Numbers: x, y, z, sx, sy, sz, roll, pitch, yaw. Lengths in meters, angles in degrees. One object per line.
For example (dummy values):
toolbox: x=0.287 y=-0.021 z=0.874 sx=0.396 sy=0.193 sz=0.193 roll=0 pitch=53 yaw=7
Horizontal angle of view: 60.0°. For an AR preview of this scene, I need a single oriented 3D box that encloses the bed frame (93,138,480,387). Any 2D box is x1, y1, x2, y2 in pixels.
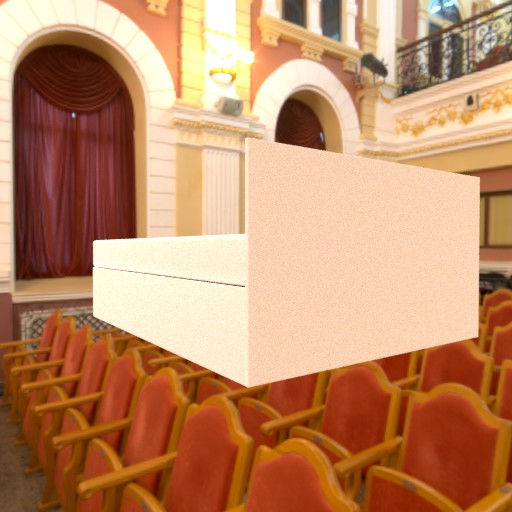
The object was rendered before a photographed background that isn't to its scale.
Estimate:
bed frame: x=0.000 y=0.000 z=2.597 sx=1.400 sy=0.800 sz=1.900 roll=-1 pitch=1 yaw=-35
